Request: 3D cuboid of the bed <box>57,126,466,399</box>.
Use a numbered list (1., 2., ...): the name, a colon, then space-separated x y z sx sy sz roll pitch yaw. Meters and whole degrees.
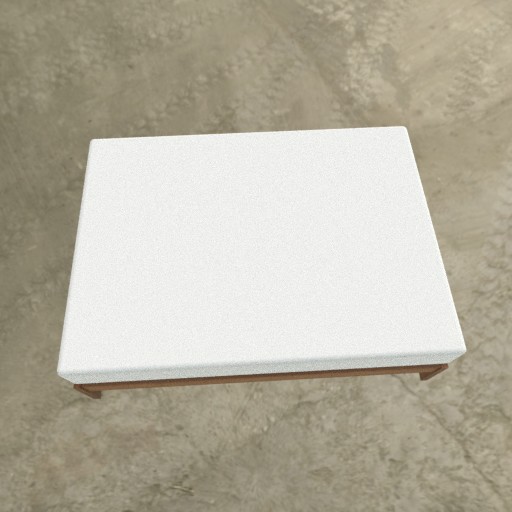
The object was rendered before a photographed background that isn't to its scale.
1. bed: 0.000 0.000 2.782 2.050 0.593 1.529 -3 63 -1
